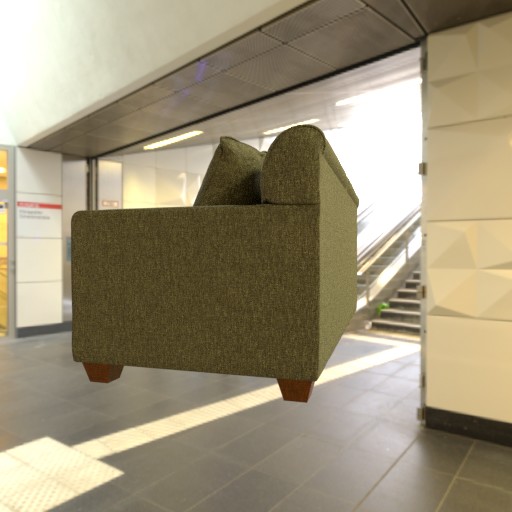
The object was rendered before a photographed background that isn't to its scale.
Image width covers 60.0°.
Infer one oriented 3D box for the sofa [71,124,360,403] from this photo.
[{"bbox_3d":[0.000,0.000,2.417,0.998,0.958,1.846,0,0,17],"label":"sofa"}]
